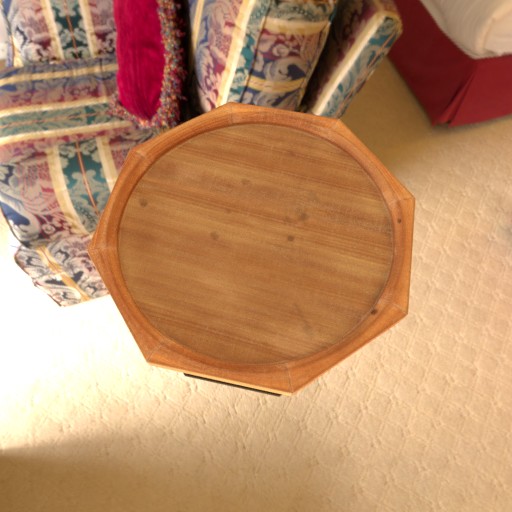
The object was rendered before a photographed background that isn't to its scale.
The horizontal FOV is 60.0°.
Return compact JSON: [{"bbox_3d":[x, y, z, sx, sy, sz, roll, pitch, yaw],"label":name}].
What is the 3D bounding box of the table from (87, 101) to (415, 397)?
[{"bbox_3d":[0.000,0.000,1.525,1.002,0.444,1.002,0,64,0],"label":"table"}]
